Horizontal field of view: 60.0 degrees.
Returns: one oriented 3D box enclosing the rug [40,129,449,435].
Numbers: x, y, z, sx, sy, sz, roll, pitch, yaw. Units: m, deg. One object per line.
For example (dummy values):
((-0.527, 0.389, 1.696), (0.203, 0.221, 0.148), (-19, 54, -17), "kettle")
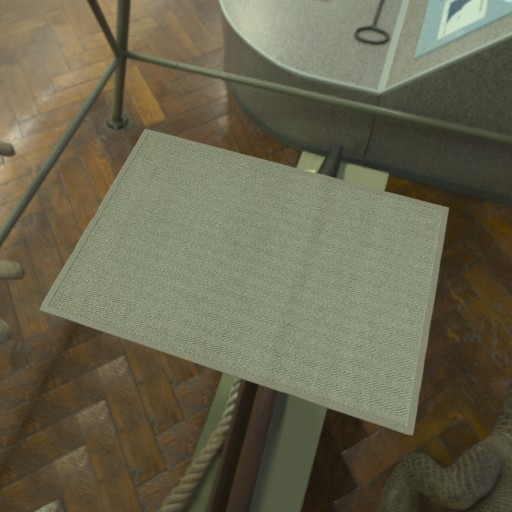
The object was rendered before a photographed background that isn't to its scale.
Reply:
((0.000, 0.000, 2.876), (2.290, 0.021, 1.540), (16, 64, 8), "rug")
